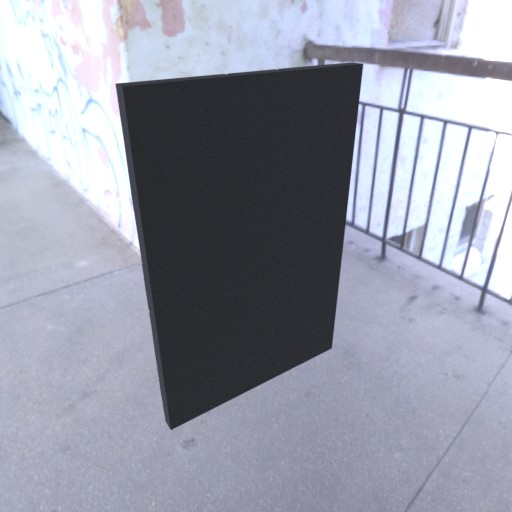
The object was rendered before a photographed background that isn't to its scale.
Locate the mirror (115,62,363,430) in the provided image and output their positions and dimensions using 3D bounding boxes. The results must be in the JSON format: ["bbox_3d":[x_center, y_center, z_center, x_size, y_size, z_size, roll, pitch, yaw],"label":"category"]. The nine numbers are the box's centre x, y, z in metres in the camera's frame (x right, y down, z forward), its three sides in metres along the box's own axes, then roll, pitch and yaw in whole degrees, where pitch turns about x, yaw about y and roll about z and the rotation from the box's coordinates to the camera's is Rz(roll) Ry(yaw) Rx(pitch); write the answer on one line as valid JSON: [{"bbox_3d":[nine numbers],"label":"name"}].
[{"bbox_3d":[0.000,0.000,1.181,0.606,0.912,0.044,-18,35,-29],"label":"mirror"}]
